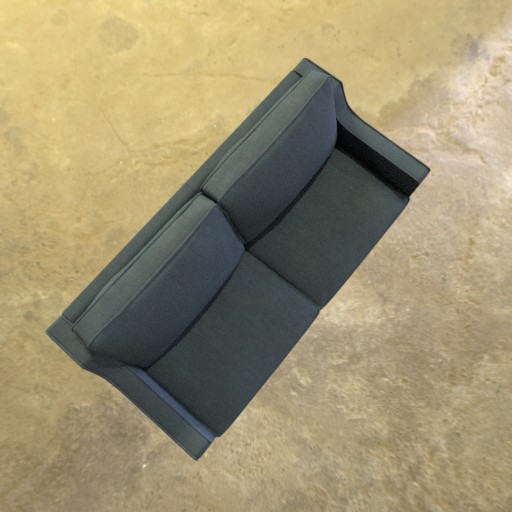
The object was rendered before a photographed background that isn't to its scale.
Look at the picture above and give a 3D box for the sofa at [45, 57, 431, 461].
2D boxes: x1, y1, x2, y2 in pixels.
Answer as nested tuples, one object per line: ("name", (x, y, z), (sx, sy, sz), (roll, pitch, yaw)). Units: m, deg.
("sofa", (0.000, 0.000, 2.767), (1.066, 1.071, 2.178), (39, 79, 9))
